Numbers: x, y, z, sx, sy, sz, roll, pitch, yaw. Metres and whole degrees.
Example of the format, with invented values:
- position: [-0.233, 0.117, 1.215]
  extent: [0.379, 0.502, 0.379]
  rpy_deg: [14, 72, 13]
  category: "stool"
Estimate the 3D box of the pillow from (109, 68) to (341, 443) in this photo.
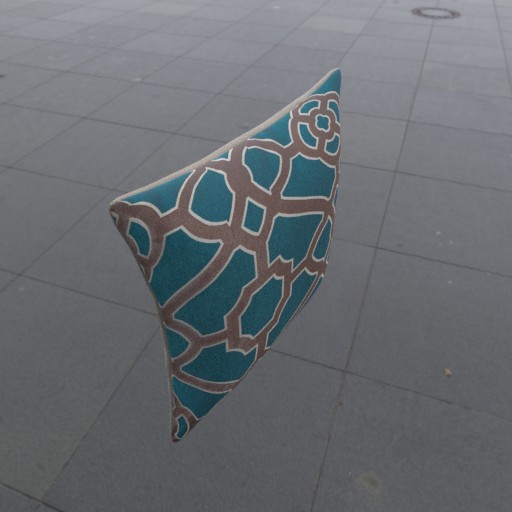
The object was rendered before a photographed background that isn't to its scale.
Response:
- position: [0.000, 0.000, 0.787]
  extent: [0.166, 0.507, 0.526]
  rpy_deg: [25, 47, 26]
  category: "pillow"
